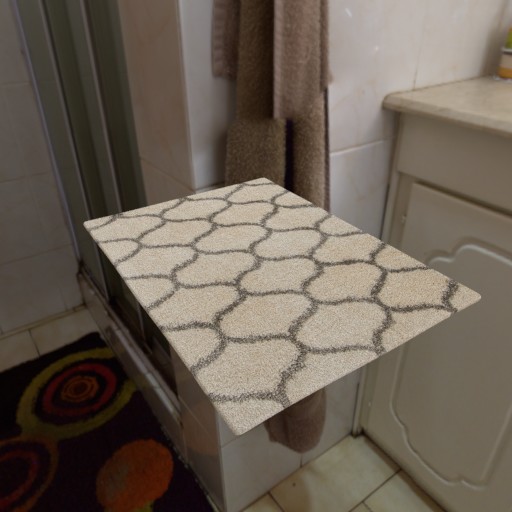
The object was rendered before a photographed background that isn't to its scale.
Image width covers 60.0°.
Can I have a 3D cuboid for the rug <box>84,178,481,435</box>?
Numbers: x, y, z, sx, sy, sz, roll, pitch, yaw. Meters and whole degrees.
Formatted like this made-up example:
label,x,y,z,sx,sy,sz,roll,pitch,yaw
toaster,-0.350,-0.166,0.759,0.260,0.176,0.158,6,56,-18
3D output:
label,x,y,z,sx,sy,sz,roll,pitch,yaw
rug,0.000,0.000,2.125,1.200,0.025,1.600,-19,36,-28
